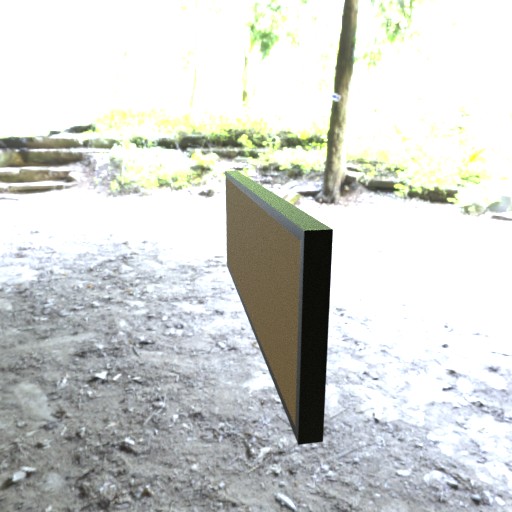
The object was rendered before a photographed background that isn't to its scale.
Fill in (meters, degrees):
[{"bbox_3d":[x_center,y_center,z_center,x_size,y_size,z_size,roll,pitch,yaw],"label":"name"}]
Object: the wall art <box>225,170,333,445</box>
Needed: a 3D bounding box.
[{"bbox_3d":[0.000,0.000,0.982,0.037,0.303,0.860,-3,16,-10],"label":"wall art"}]
